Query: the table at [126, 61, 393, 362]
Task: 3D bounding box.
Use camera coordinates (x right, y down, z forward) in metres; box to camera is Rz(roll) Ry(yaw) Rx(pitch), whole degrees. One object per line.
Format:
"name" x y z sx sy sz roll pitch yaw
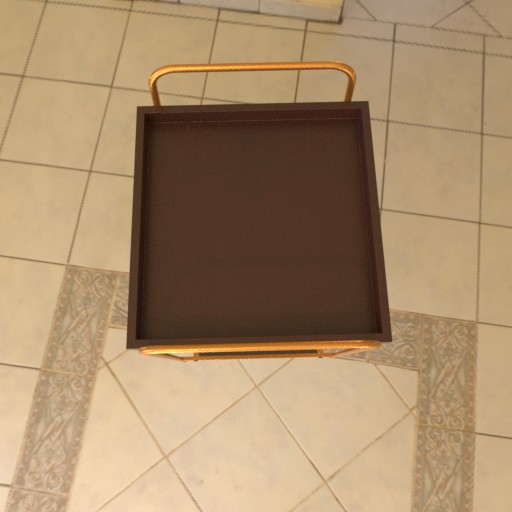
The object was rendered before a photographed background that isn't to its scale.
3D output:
"table" 0.000 0.000 0.960 0.430 0.710 0.430 -1 76 0
